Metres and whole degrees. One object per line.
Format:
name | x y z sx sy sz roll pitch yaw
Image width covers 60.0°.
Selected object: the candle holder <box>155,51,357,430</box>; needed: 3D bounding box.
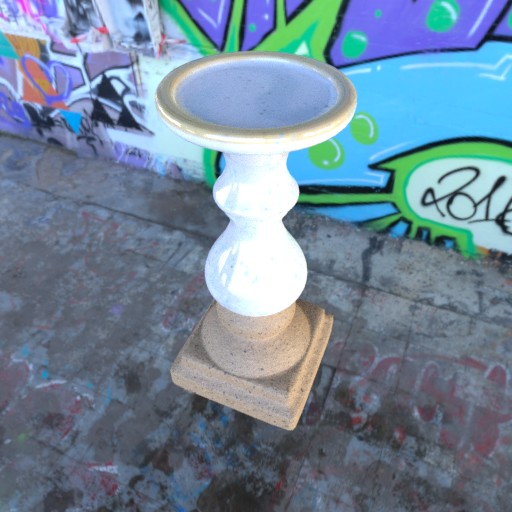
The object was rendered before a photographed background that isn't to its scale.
candle holder | 0.000 0.000 0.306 0.110 0.239 0.110 17 47 16
